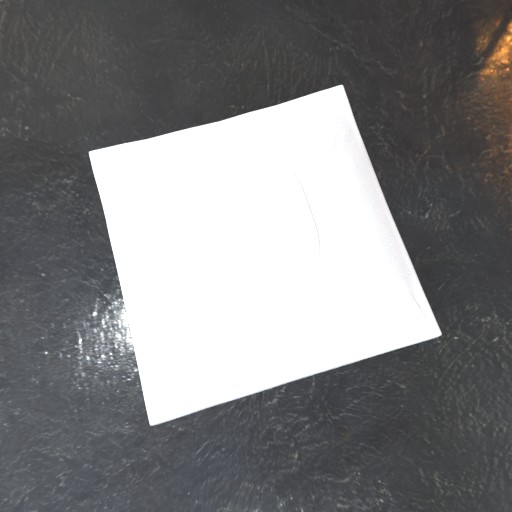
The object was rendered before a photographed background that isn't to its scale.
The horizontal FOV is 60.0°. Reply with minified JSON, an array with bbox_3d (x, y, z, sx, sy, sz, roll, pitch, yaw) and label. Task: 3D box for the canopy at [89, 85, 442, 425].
[{"bbox_3d":[0.000,0.000,5.363,2.996,2.997,2.998,-16,76,-4],"label":"canopy"}]
